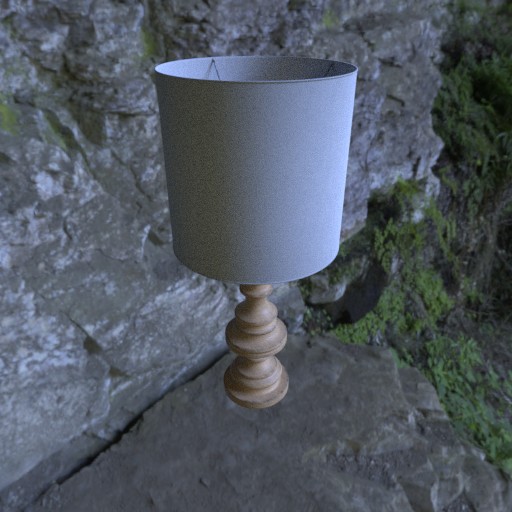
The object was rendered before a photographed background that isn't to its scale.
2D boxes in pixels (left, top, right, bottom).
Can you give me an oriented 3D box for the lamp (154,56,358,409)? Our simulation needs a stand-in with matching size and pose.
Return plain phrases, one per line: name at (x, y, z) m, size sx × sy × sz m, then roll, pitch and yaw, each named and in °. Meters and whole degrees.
lamp at (0.000, 0.000, 0.574) m, size 0.208 × 0.455 × 0.208 m, roll 22°, pitch 36°, yaw 33°
